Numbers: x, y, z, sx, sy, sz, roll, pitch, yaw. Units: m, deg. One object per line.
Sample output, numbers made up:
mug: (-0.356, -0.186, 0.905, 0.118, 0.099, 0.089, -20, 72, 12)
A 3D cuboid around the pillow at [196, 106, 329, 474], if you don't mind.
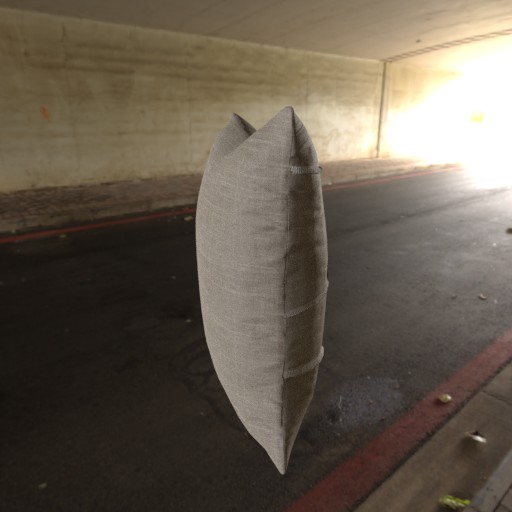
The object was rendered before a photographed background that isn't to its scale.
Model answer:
pillow: (0.000, 0.000, 0.641, 0.169, 0.400, 0.424, -3, 17, -10)
